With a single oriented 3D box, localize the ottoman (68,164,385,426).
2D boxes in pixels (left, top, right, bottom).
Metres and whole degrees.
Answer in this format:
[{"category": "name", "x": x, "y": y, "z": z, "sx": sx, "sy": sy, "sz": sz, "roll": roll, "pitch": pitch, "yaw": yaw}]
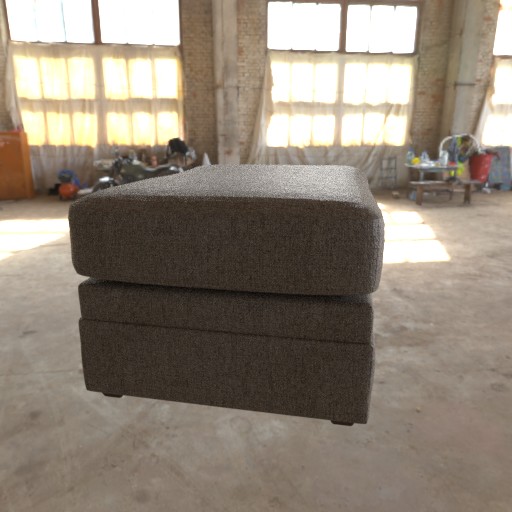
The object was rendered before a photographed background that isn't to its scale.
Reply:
[{"category": "ottoman", "x": 0.000, "y": 0.000, "z": 1.261, "sx": 0.637, "sy": 0.478, "sz": 0.885, "roll": 3, "pitch": 17, "yaw": 11}]
